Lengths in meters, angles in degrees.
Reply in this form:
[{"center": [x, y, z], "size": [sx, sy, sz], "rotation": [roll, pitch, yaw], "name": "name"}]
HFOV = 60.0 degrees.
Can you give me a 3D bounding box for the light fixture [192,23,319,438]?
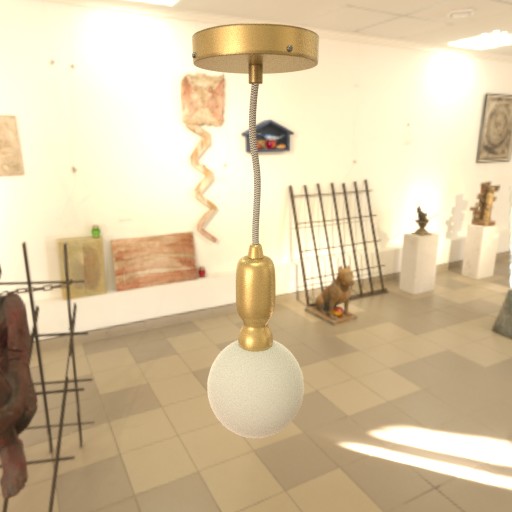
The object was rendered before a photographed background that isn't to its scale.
[{"center": [0.000, 0.000, 0.568], "size": [0.147, 0.510, 0.146], "rotation": [-8, 17, -28], "name": "light fixture"}]
